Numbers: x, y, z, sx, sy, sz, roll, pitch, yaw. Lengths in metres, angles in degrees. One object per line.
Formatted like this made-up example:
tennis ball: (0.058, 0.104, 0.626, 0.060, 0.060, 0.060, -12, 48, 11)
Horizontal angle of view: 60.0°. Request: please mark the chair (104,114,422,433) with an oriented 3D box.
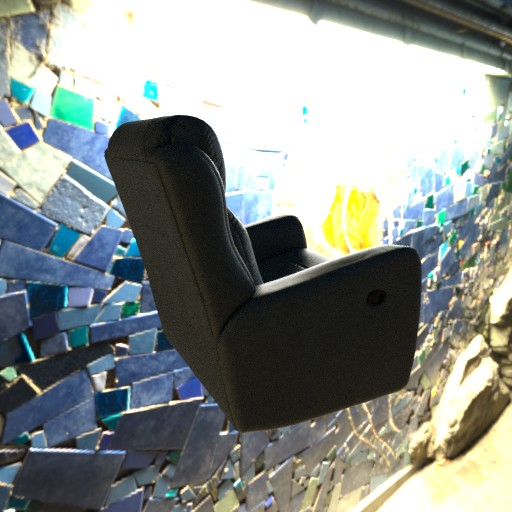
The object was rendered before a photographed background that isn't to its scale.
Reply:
chair: (0.000, 0.000, 1.909, 1.068, 1.116, 0.965, -7, 16, -27)
